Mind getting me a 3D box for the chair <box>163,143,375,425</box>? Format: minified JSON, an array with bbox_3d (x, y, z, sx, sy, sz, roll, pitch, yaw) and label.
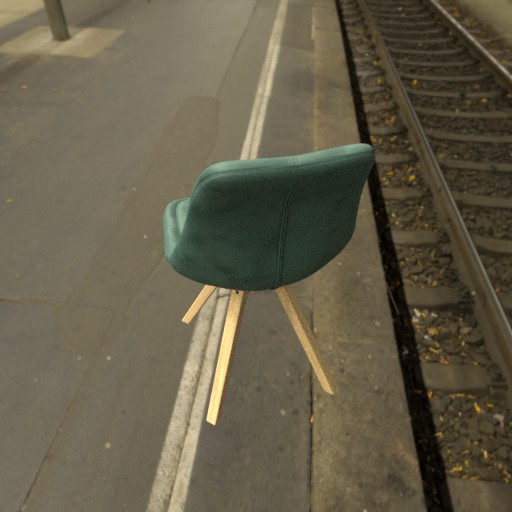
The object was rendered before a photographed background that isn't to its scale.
[{"bbox_3d":[0.000,0.000,1.224,0.483,0.865,0.547,-10,41,-12],"label":"chair"}]
